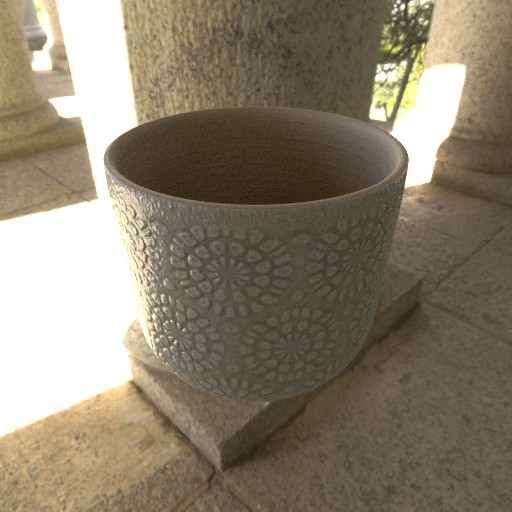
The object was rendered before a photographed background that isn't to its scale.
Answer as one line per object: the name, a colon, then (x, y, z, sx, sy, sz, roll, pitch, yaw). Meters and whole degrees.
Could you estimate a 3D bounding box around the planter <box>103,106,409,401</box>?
planter: (0.000, 0.000, 0.294, 0.169, 0.153, 0.169, 0, 32, 0)
